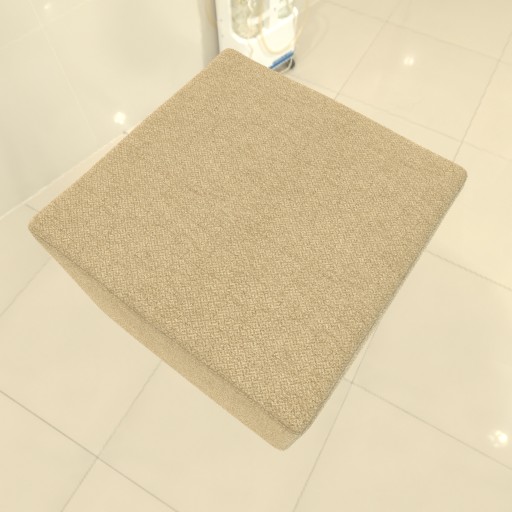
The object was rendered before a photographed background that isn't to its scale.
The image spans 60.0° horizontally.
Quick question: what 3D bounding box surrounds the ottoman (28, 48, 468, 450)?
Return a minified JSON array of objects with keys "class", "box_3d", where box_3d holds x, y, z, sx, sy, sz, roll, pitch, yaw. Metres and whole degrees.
[{"class":"ottoman","box_3d":[0.000,0.000,0.858,0.508,0.432,0.508,33,68,16]}]
